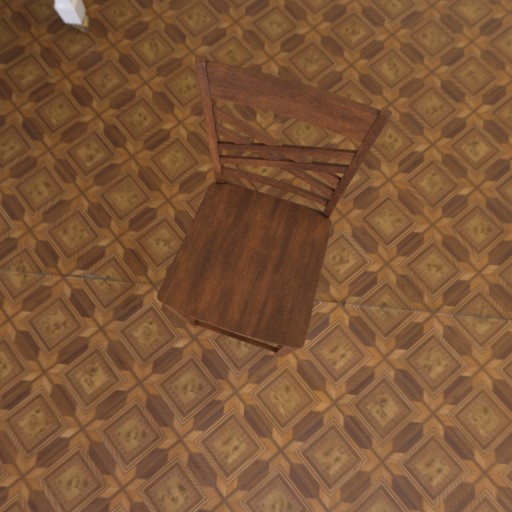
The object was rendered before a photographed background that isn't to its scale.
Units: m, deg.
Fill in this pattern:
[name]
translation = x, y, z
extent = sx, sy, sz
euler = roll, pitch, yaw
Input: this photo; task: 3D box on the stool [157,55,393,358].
[stool]
translation = 0.000, 0.000, 1.387
extent = 0.426, 1.098, 0.504
euler = 18, 76, 5
